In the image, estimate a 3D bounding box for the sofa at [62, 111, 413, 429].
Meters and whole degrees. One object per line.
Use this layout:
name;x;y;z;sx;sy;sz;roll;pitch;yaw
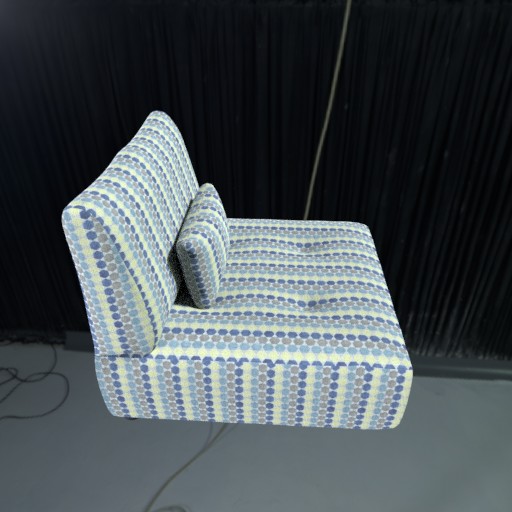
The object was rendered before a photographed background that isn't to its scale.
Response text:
sofa;0.000;0.000;1.669;1.000;0.830;0.930;2;33;3
